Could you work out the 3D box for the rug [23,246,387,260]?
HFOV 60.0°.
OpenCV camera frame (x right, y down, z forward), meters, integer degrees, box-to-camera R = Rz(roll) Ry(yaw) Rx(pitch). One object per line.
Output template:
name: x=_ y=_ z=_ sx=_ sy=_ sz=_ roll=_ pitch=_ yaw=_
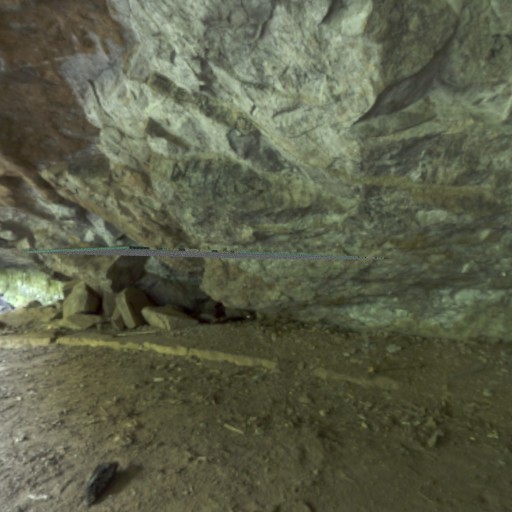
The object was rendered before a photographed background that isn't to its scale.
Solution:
rug: x=0.000 y=0.000 z=2.708 sx=0.744 sy=0.010 sz=2.441 roll=-1 pitch=-2 yaw=37
